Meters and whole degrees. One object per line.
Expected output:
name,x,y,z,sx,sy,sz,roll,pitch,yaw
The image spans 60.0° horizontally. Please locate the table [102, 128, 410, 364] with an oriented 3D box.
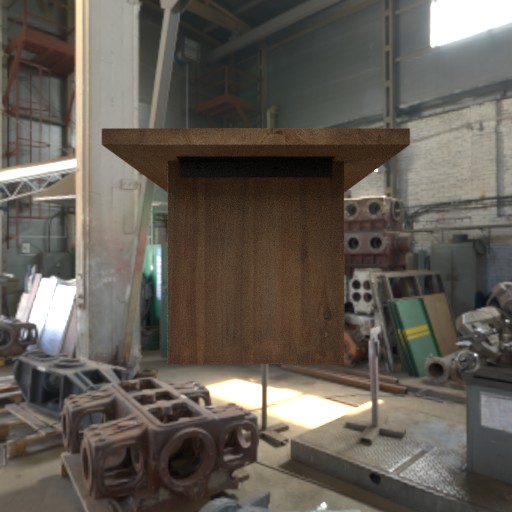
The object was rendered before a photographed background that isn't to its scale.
table,0.000,0.000,2.162,0.946,0.780,1.609,0,0,0
